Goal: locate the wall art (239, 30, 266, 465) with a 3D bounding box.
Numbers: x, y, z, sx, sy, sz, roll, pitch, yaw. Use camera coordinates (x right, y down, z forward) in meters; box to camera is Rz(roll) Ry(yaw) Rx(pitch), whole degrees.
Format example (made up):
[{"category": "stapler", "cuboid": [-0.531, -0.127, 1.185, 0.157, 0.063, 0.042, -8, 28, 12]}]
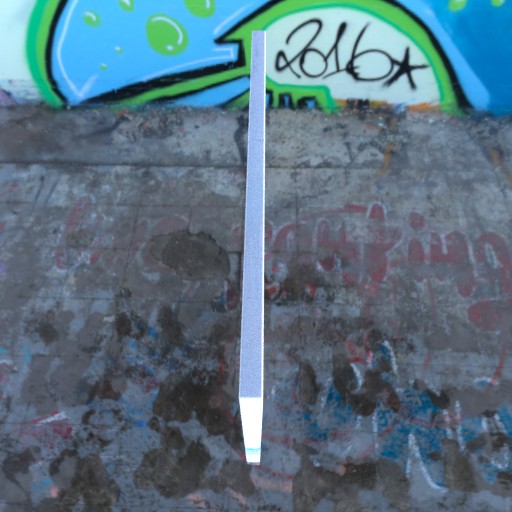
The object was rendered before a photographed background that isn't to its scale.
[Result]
[{"category": "wall art", "cuboid": [0.000, 0.000, 1.291, 0.038, 0.762, 1.016, 1, 58, 0]}]
